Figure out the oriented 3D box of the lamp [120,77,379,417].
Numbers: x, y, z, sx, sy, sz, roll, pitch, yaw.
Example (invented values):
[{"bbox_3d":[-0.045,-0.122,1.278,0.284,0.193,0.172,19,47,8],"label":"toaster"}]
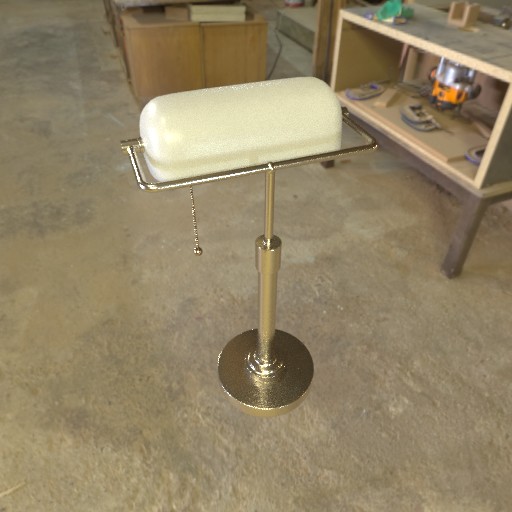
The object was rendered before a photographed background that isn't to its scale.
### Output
[{"bbox_3d":[0.000,0.000,0.571,0.269,0.404,0.227,-13,42,-15],"label":"lamp"}]
